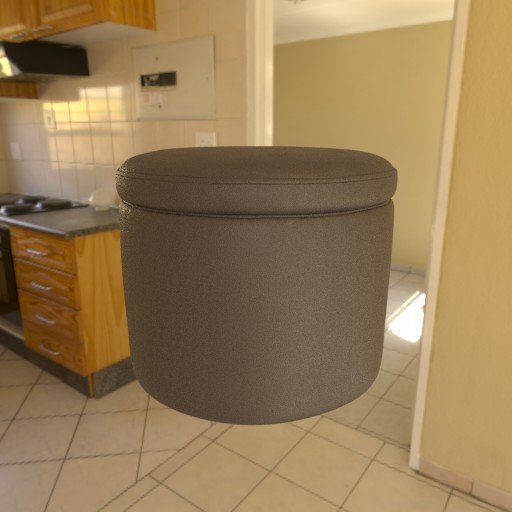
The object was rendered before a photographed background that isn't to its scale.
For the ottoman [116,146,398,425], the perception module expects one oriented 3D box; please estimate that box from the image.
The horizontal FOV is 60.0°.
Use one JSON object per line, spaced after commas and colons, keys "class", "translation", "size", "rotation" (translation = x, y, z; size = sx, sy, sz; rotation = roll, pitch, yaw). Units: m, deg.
{"class": "ottoman", "translation": [0.000, 0.000, 0.858], "size": [0.500, 0.409, 0.500], "rotation": [0, 15, 0]}
